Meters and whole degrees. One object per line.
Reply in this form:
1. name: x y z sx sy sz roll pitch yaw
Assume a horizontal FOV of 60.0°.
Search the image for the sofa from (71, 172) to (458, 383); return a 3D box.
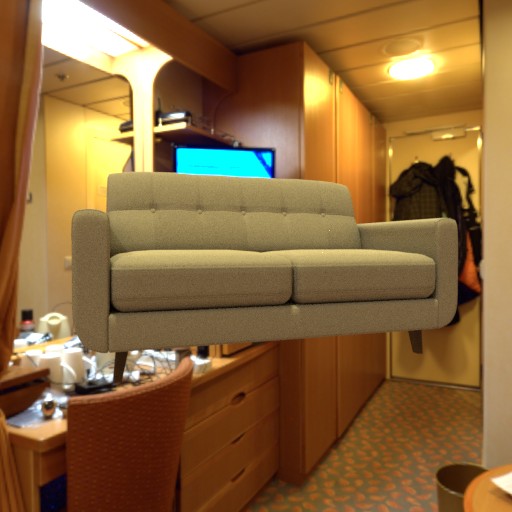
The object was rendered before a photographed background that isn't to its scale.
1. sofa: 0.000 0.000 2.223 1.655 0.892 0.980 0 1 -19
